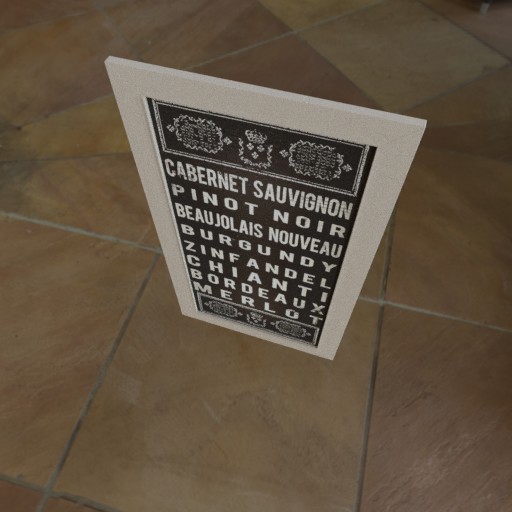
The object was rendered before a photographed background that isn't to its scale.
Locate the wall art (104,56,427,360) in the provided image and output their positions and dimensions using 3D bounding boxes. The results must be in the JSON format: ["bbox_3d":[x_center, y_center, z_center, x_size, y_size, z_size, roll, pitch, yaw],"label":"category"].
[{"bbox_3d":[0.000,0.000,0.787,0.380,0.683,0.013,15,58,10],"label":"wall art"}]
